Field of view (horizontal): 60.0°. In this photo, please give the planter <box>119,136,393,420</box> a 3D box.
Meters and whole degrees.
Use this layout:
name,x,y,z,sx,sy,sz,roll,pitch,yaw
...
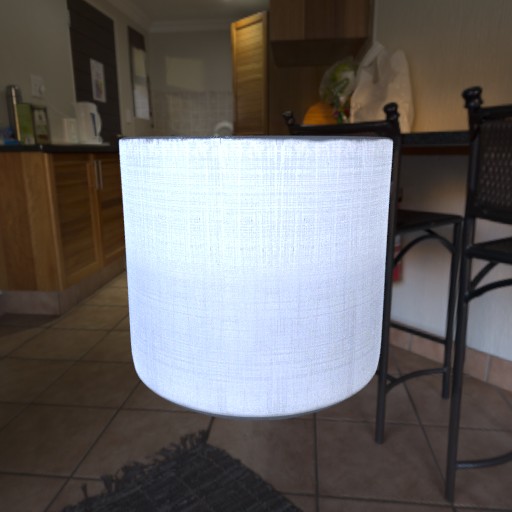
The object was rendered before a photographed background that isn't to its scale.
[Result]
name,x,y,z,sx,sy,sz,roll,pitch,yaw
planter,0.000,0.000,0.390,0.221,0.201,0.221,0,14,0
